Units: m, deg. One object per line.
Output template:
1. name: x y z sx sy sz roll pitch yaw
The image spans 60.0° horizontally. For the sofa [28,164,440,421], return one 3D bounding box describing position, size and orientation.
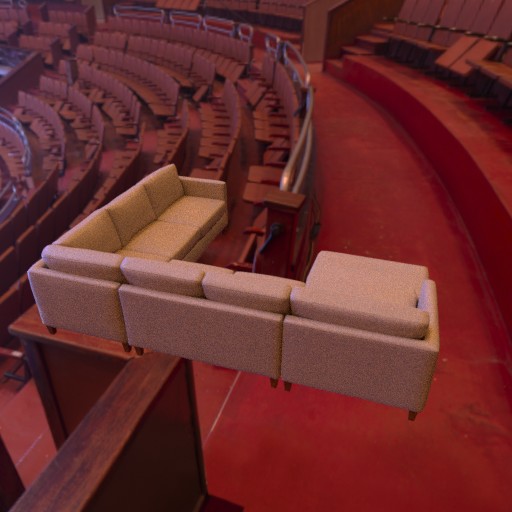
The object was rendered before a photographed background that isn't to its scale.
1. sofa: 0.000 0.000 4.614 3.460 0.961 2.594 9 32 15
